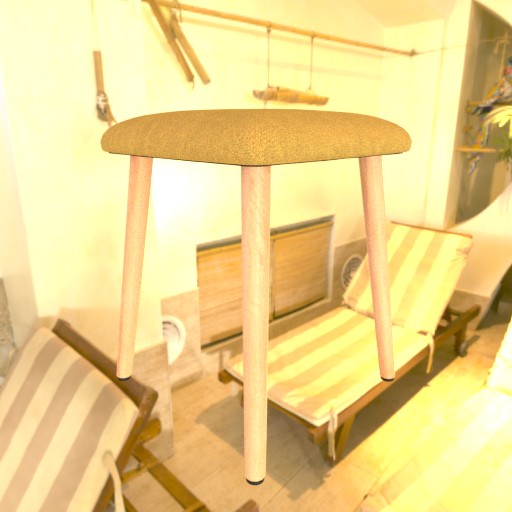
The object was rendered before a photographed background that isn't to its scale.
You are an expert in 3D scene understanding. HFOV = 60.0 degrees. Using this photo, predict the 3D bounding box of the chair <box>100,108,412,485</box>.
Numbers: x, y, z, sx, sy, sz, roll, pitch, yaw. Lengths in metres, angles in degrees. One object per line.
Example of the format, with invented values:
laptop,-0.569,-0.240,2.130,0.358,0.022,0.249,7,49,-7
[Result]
chair,0.000,0.000,0.699,0.350,0.440,0.350,-16,23,-42
